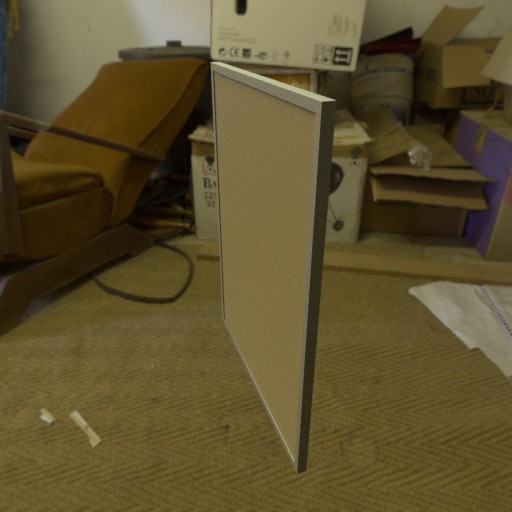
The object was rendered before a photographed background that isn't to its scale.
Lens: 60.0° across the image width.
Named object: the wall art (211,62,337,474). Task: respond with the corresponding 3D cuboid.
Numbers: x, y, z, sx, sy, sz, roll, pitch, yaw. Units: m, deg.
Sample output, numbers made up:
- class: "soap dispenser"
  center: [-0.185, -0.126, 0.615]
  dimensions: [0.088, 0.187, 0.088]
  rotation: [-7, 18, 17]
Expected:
- class: "wall art"
  center: [0.000, 0.000, 1.375]
  dimensions: [0.034, 1.042, 0.789]
  rotation: [-10, 30, -17]
